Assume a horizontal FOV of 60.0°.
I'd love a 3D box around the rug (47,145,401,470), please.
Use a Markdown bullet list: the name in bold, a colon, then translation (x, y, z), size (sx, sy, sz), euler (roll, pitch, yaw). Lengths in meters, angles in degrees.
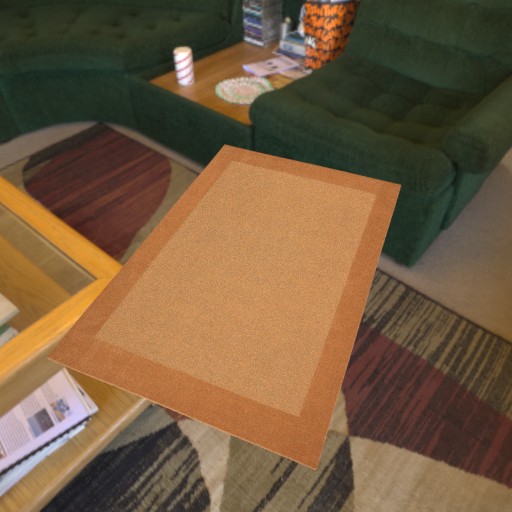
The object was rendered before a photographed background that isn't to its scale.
- **rug**: translation (0.000, 0.000, 2.351), size (1.219, 0.014, 1.829), euler (16, 48, 15)
